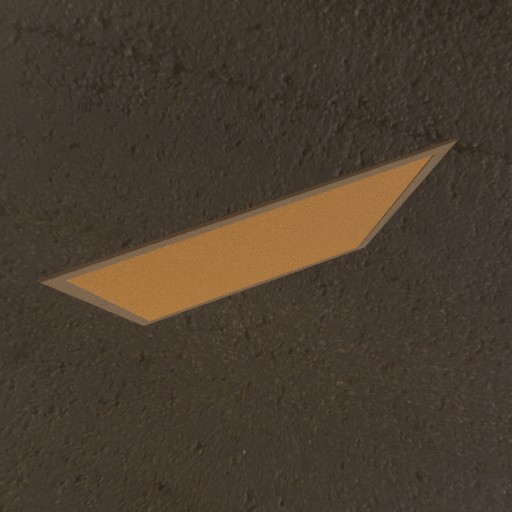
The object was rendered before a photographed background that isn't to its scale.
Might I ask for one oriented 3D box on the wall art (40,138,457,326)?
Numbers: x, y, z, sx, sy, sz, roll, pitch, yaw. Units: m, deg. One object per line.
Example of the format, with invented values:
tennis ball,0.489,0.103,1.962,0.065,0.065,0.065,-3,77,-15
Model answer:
wall art,0.000,0.000,1.690,1.168,1.067,0.025,-19,76,-5
